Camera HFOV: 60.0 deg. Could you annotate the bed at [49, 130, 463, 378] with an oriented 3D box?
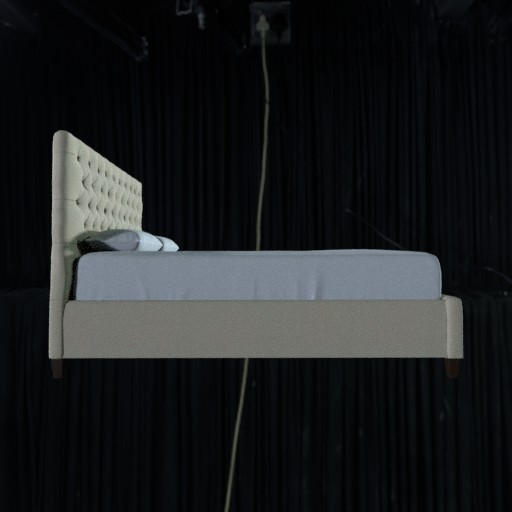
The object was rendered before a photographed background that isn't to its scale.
[{"bbox_3d":[0.000,0.000,3.376,2.387,1.427,1.698,0,-1,0],"label":"bed"}]
